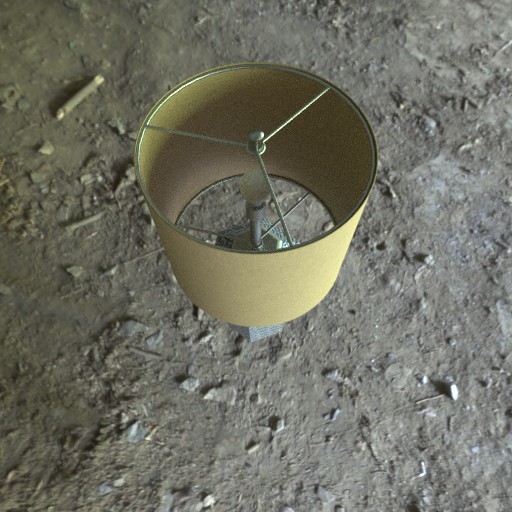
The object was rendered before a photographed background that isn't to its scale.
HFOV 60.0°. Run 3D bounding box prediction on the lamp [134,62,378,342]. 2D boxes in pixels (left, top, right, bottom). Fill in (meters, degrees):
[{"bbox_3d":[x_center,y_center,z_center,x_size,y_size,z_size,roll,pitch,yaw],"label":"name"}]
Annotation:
[{"bbox_3d":[0.000,0.000,0.869,0.320,0.682,0.320,-15,64,-7],"label":"lamp"}]
